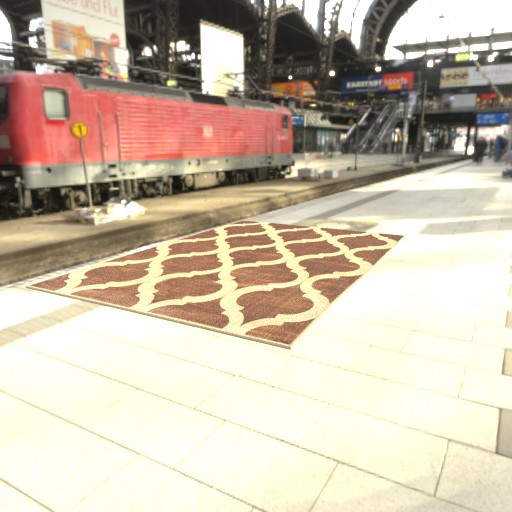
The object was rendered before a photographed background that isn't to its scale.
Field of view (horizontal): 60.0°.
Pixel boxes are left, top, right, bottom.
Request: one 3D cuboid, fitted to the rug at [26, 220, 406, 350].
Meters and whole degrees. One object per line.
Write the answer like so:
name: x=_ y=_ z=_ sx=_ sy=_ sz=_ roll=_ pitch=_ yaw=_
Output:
rug: x=0.000 y=0.000 z=2.946 sx=1.526 sy=0.014 sz=2.290 roll=8 pitch=16 yaw=27
